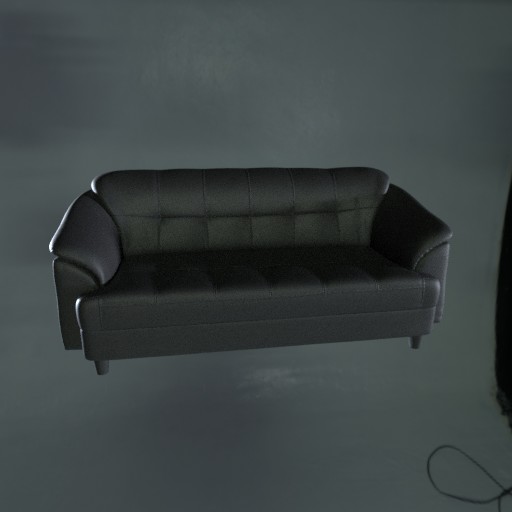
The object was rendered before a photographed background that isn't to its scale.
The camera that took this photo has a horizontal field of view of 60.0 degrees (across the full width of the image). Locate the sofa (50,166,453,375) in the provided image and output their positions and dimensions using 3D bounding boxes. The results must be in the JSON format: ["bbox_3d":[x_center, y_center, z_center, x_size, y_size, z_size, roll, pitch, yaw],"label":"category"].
[{"bbox_3d":[0.000,0.000,2.236,1.829,0.811,0.800,-3,17,-9],"label":"sofa"}]
